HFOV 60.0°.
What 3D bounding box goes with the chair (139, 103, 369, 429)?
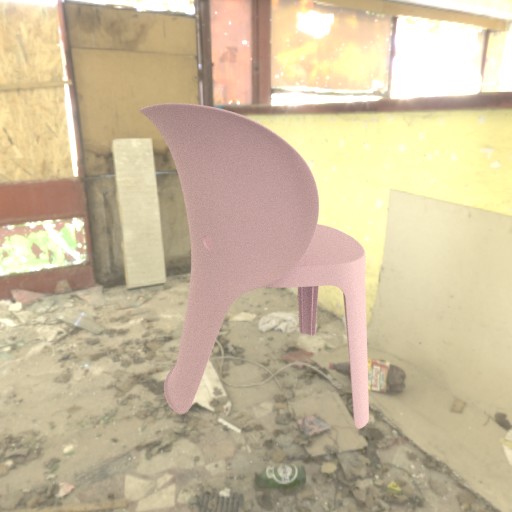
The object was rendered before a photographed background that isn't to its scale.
[{"bbox_3d":[0.000,0.000,0.867,0.402,0.554,0.451,-3,17,-9],"label":"chair"}]
